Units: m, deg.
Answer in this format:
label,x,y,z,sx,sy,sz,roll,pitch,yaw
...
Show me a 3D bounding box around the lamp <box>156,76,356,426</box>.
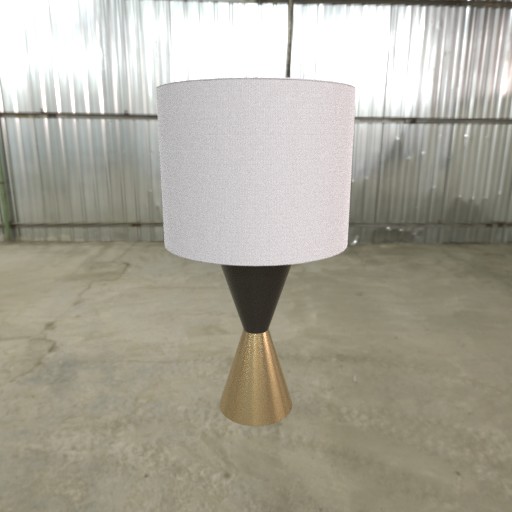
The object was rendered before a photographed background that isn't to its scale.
label,x,y,z,sx,sy,sz,roll,pitch,yaw
lamp,0.000,0.000,0.758,0.304,0.573,0.304,8,17,26
